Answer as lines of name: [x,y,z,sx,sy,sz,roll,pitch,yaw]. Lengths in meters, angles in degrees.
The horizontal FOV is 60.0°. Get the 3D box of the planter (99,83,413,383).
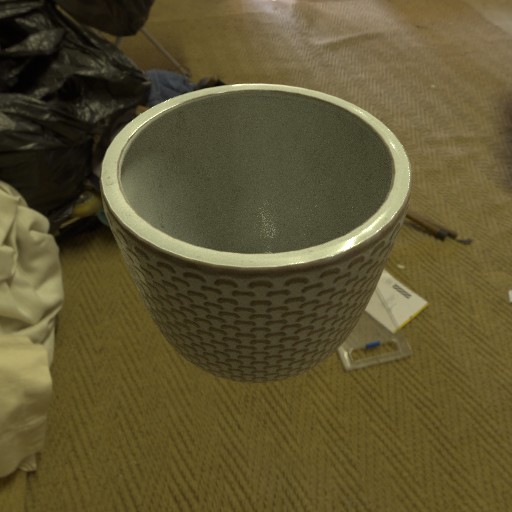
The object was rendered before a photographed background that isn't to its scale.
planter: [0.000,0.000,0.351,0.197,0.191,0.197,0,47,0]
